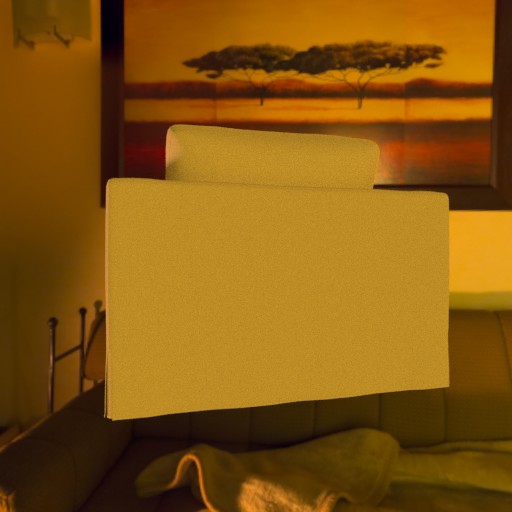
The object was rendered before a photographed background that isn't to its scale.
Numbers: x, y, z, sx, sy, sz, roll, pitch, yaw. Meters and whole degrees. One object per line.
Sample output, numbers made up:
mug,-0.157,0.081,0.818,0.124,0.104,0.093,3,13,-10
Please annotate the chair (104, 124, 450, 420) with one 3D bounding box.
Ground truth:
chair,0.000,0.000,1.797,1.150,0.878,0.957,0,0,-16
